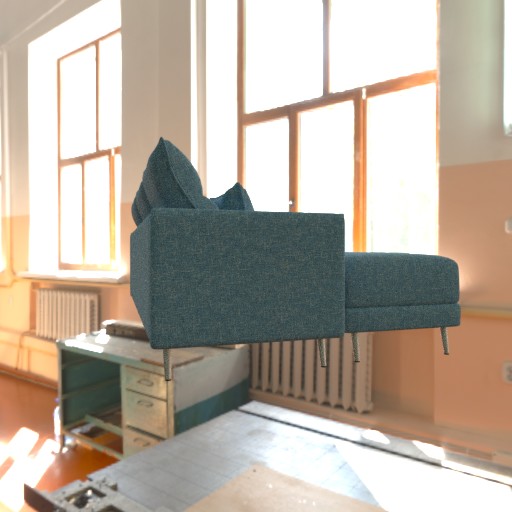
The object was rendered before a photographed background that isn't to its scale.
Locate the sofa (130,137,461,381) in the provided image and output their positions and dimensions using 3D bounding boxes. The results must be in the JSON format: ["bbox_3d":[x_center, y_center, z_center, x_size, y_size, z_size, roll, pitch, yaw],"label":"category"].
[{"bbox_3d":[0.000,0.000,2.718,1.420,0.899,2.034,0,0,-18],"label":"sofa"}]
